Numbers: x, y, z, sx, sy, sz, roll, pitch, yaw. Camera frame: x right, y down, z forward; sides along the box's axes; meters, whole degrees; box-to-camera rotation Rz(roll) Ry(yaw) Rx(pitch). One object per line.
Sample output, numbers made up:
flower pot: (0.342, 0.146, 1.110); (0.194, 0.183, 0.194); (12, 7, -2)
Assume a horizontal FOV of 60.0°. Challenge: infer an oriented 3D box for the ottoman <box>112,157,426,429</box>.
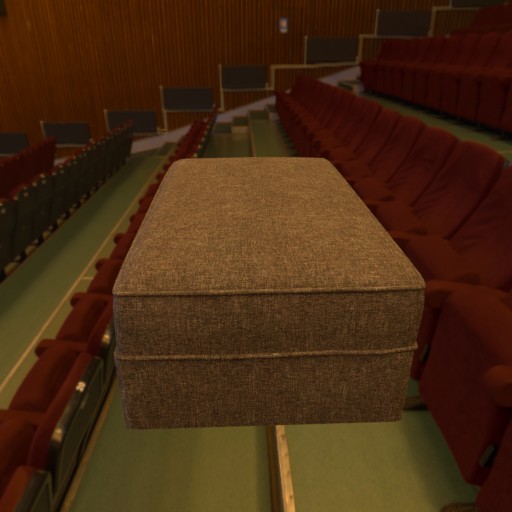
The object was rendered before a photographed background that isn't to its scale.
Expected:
ottoman: (0.000, 0.000, 1.540); (0.717, 0.487, 1.184); (-1, 26, -2)
